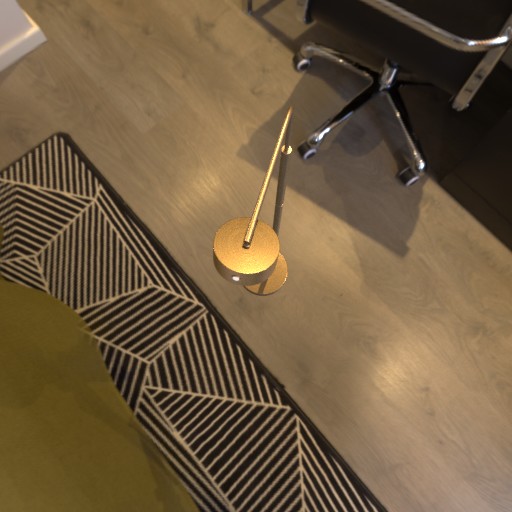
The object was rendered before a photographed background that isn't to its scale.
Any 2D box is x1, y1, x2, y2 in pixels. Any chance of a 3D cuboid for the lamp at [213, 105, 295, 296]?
[{"bbox_3d":[0.000,0.000,1.381,0.219,1.230,0.418,17,75,5],"label":"lamp"}]
